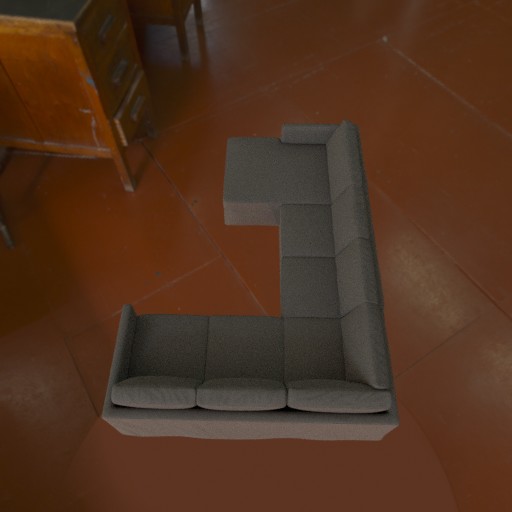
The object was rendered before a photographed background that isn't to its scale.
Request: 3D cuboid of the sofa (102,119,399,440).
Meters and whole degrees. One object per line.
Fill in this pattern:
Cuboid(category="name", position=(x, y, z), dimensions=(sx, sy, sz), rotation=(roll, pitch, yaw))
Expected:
Cuboid(category="sofa", position=(0.000, 0.000, 4.683), dimensions=(2.476, 0.878, 3.528), rotation=(1, 58, 1))
